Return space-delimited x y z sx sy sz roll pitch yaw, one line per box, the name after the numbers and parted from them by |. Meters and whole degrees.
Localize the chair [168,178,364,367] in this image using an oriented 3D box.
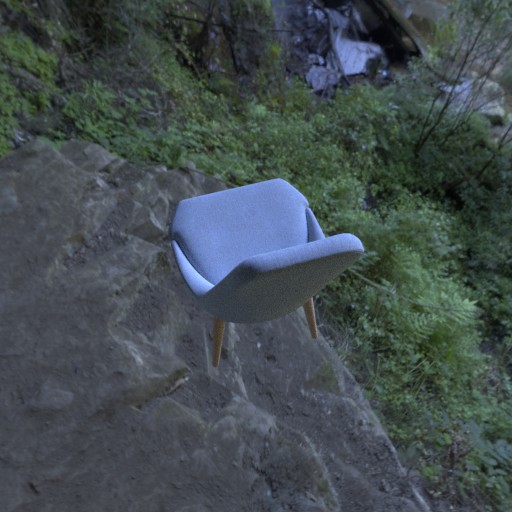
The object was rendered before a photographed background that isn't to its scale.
0.000 0.000 1.406 0.510 1.040 0.660 -14 61 -8 | chair
